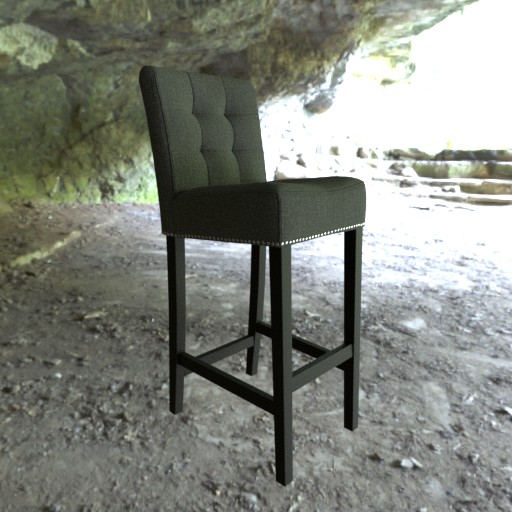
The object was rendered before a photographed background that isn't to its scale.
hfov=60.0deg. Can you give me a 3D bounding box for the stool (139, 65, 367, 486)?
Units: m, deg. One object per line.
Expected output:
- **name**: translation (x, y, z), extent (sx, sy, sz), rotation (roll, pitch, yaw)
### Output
- **stool**: translation (0.000, 0.000, 1.296), extent (0.548, 1.047, 0.411), rotation (13, 19, 43)
